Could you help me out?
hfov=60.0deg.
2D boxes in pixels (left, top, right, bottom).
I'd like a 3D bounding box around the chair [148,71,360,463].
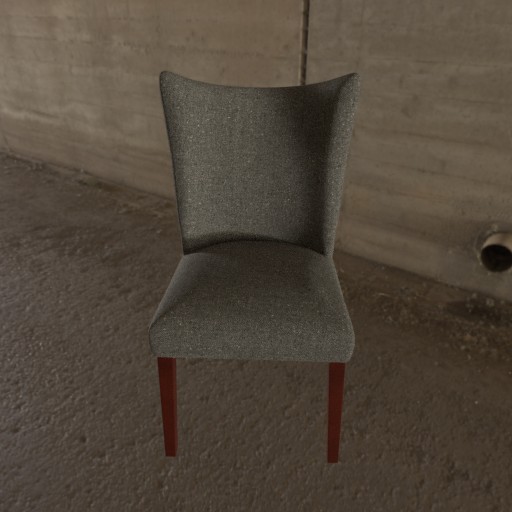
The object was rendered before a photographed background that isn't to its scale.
[{"bbox_3d":[0.000,0.000,1.245,0.535,0.924,0.623,1,29,2],"label":"chair"}]
